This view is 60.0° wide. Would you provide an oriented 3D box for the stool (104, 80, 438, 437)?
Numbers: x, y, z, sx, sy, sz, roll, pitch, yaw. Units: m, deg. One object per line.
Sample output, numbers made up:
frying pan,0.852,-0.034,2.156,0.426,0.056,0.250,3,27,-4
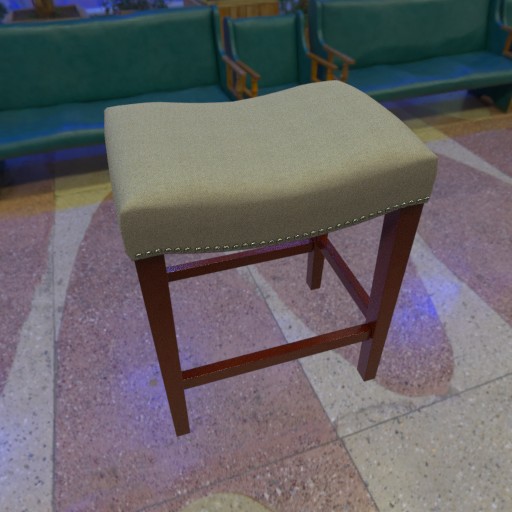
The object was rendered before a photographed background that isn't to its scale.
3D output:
stool,0.000,0.000,0.960,0.509,0.632,0.375,-12,42,-13
